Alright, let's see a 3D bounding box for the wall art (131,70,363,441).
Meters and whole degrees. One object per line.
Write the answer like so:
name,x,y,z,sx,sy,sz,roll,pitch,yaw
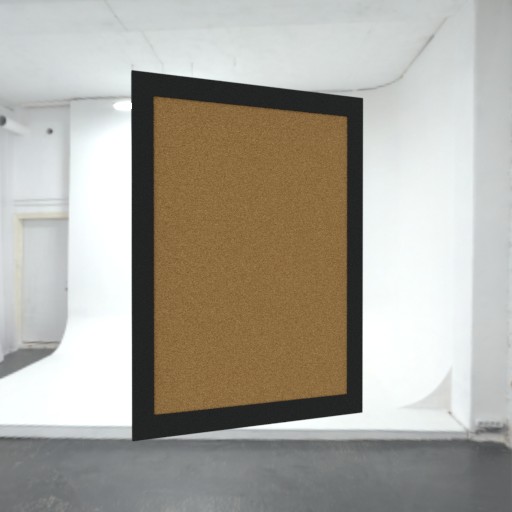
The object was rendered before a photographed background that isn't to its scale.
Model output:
wall art,0.000,0.000,0.692,0.374,0.529,0.012,0,0,-18
